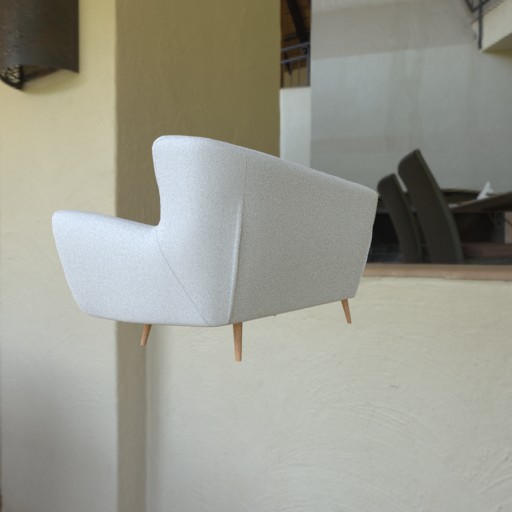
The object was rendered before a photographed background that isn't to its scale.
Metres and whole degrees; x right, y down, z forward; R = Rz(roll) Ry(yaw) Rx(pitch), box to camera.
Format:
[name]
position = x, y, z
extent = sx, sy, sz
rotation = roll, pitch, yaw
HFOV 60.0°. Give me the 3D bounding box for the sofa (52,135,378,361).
[sofa]
position = 0.000, 0.000, 2.455
extent = 0.899, 0.890, 1.930
rotation = 0, 1, 35
